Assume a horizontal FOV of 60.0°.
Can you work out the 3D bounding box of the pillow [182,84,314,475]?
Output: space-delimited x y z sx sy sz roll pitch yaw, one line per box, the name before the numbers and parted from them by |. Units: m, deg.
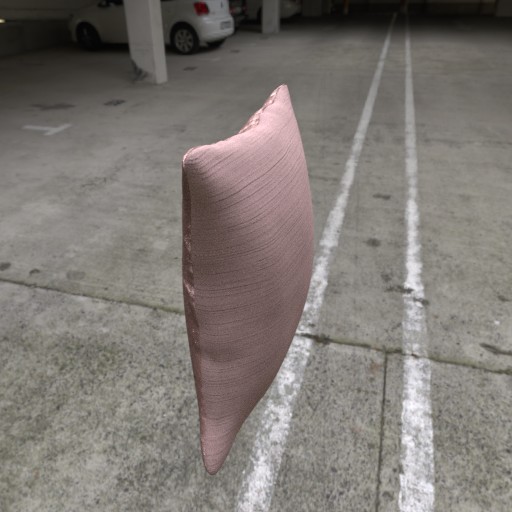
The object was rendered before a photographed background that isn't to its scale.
pillow | 0.000 0.000 0.712 0.175 0.464 0.470 8 29 14
